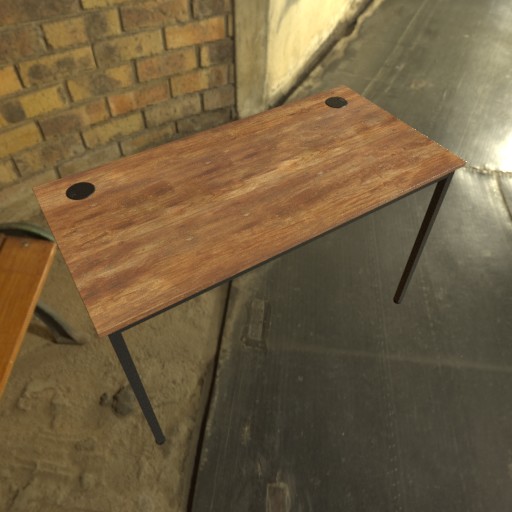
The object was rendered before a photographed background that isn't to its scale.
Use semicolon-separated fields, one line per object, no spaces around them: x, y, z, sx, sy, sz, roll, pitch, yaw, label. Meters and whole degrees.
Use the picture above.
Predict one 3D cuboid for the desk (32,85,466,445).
0.000;0.000;1.637;1.200;0.749;0.600;-25;52;-21;desk
